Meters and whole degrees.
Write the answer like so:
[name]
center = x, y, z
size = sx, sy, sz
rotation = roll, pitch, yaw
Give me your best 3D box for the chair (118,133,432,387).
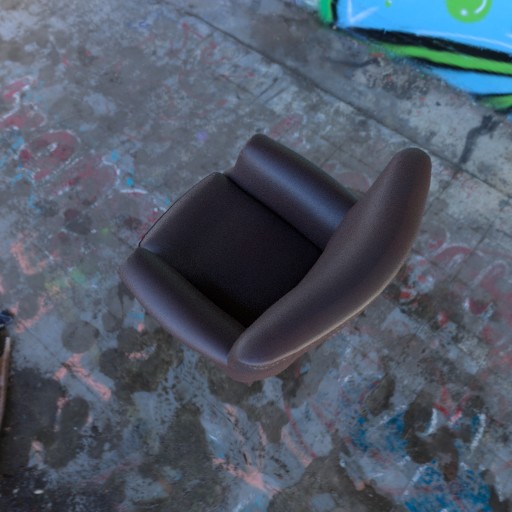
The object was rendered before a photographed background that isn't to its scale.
[chair]
center = 0.000, 0.000, 1.365
size = 0.746, 0.800, 0.700
rotation = 36, 69, 16
